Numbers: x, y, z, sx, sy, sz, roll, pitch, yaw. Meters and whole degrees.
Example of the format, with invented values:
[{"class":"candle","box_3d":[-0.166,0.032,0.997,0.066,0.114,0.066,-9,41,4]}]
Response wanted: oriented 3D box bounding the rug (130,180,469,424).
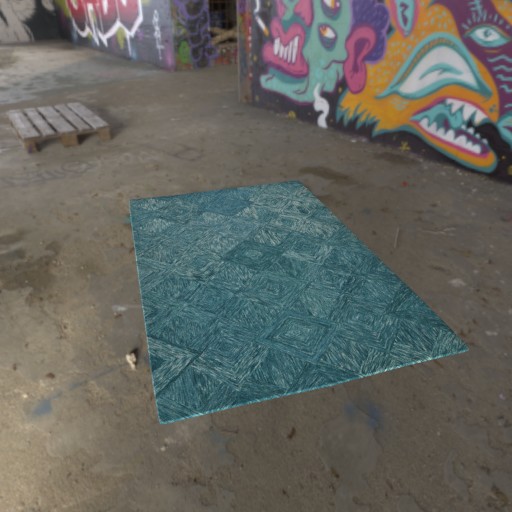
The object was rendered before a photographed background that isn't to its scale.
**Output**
[{"class":"rug","box_3d":[0.000,0.000,2.186,1.136,0.017,1.728,-9,32,-14]}]
